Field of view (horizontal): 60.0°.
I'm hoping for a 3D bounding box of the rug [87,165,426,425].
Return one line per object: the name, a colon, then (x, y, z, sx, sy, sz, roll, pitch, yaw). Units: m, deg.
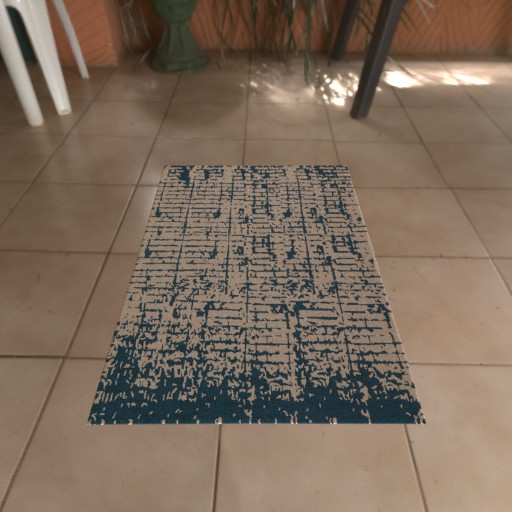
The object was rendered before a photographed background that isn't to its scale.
rug: (0.000, 0.000, 2.277, 1.220, 0.007, 1.828, 0, 41, 0)
